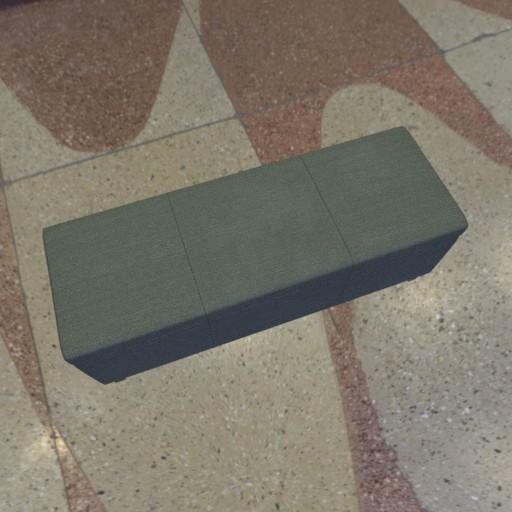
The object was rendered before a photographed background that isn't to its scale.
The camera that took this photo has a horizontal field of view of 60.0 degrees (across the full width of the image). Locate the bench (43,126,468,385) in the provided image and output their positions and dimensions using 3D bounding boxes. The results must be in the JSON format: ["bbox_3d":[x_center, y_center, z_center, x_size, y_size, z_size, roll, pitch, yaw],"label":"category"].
[{"bbox_3d":[0.000,0.000,1.539,1.269,0.438,0.446,-18,65,-9],"label":"bench"}]
